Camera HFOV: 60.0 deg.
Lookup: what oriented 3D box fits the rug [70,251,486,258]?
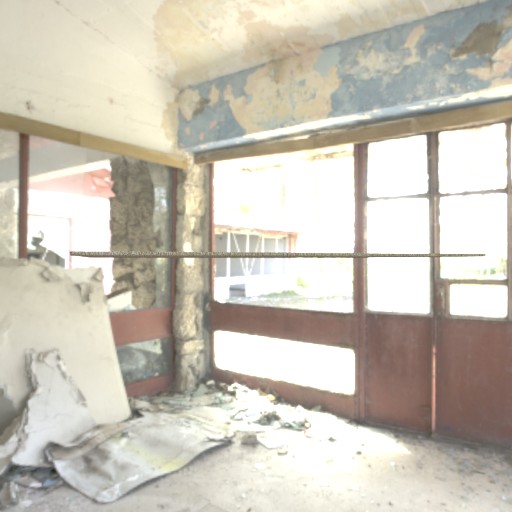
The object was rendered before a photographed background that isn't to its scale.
[{"bbox_3d":[0.000,0.000,4.100,3.001,0.025,2.401,0,-1,-18],"label":"rug"}]
